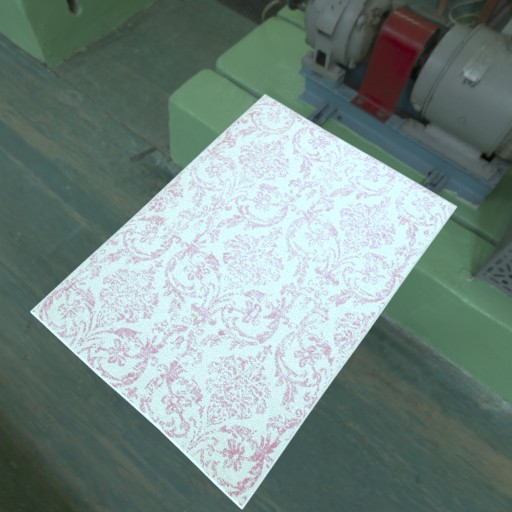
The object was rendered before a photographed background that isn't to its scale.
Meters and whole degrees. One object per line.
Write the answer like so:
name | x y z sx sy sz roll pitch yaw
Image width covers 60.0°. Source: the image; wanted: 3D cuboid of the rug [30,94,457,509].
rug | 0.000 0.000 2.729 1.598 0.014 2.202 36 69 16
